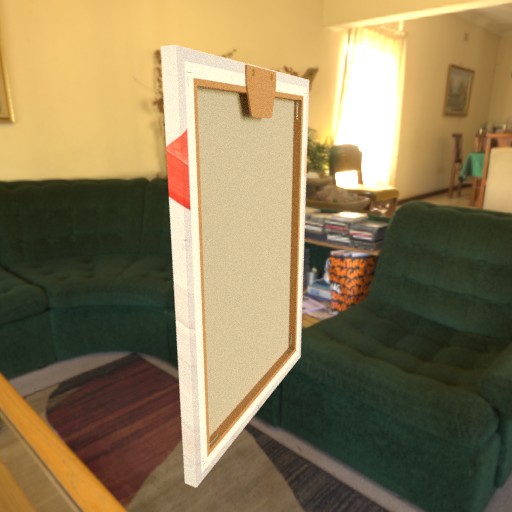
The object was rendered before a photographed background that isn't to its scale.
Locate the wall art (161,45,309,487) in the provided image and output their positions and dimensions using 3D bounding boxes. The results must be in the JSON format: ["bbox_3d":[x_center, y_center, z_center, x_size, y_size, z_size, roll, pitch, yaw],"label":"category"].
[{"bbox_3d":[0.000,0.000,1.075,0.036,0.848,0.613,8,18,25],"label":"wall art"}]
